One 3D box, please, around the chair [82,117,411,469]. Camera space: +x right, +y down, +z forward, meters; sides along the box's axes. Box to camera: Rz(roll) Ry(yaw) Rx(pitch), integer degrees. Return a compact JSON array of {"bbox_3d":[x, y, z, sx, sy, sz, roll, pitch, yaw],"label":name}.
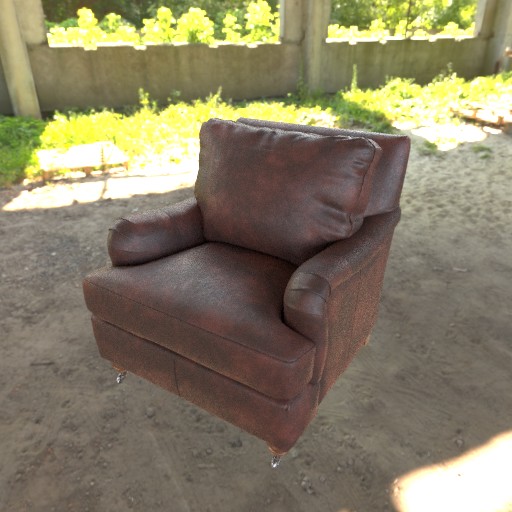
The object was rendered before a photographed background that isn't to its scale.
[{"bbox_3d":[0.000,0.000,1.927,0.987,1.051,1.156,16,31,28],"label":"chair"}]
